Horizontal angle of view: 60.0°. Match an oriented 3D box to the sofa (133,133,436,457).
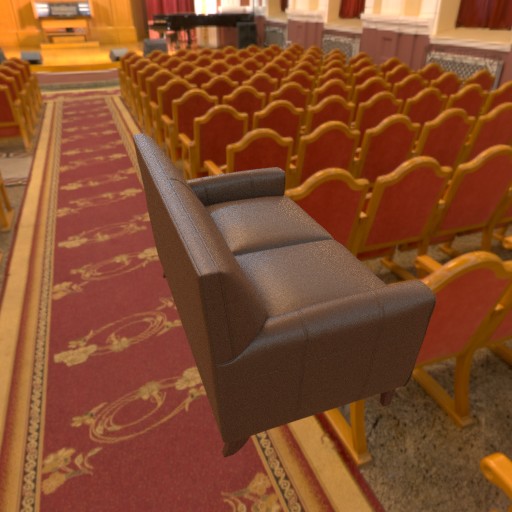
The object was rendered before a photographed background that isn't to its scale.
[{"bbox_3d":[0.000,0.000,2.073,0.853,0.859,1.468,-10,32,-17],"label":"sofa"}]
